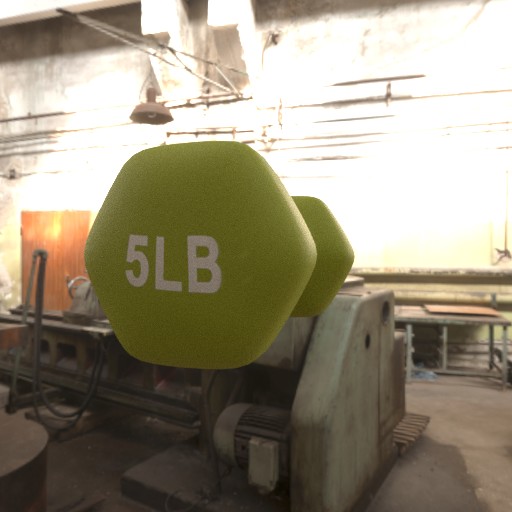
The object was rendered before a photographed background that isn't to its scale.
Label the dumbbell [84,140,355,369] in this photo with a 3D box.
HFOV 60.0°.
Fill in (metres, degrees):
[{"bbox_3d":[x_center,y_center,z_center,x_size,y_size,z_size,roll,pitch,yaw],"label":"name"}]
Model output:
[{"bbox_3d":[0.000,0.000,0.208,0.080,0.072,0.164,0,0,19],"label":"dumbbell"}]
